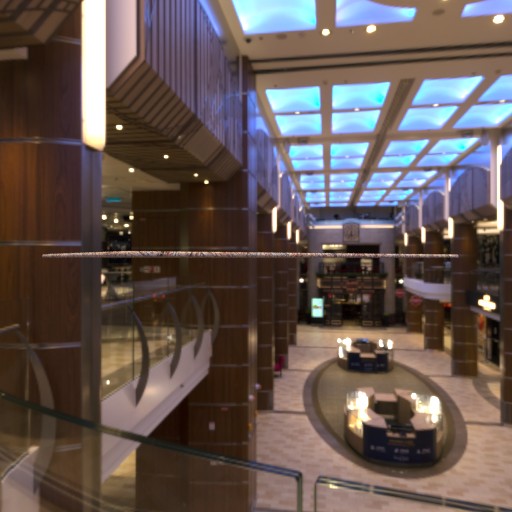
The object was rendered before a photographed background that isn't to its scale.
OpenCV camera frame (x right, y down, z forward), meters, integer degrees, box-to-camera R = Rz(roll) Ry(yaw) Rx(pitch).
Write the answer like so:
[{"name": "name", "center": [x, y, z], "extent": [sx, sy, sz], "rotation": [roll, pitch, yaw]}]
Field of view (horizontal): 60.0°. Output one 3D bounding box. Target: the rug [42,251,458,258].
[{"name": "rug", "center": [0.000, 0.000, 2.213], "extent": [1.761, 0.014, 1.143], "rotation": [0, 0, -37]}]
